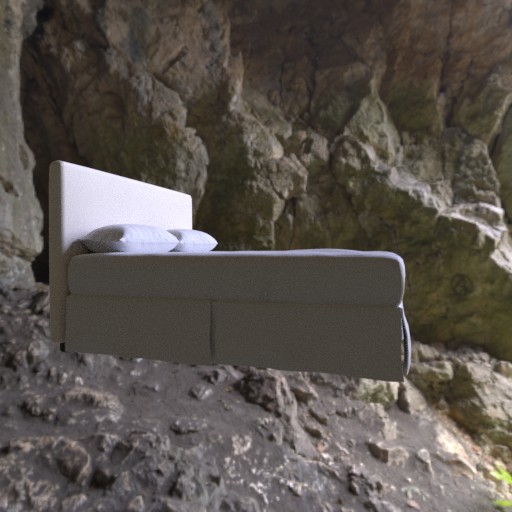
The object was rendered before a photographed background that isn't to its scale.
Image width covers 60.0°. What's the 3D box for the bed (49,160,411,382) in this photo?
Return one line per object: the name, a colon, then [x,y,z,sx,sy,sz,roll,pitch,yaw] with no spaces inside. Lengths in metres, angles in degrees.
bed: [0.000,0.000,3.601,2.341,1.317,2.119,0,1,17]
